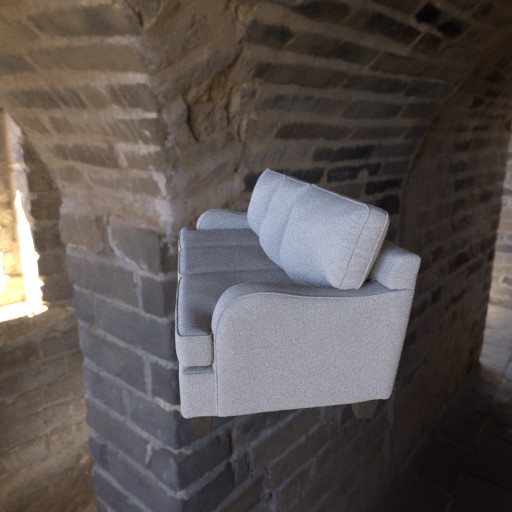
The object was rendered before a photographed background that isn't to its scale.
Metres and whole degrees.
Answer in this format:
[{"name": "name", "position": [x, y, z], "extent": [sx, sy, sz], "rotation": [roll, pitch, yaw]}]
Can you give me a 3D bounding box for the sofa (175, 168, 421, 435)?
[{"name": "sofa", "position": [0.000, 0.000, 2.889], "extent": [1.016, 0.997, 2.323], "rotation": [-2, 15, -9]}]
